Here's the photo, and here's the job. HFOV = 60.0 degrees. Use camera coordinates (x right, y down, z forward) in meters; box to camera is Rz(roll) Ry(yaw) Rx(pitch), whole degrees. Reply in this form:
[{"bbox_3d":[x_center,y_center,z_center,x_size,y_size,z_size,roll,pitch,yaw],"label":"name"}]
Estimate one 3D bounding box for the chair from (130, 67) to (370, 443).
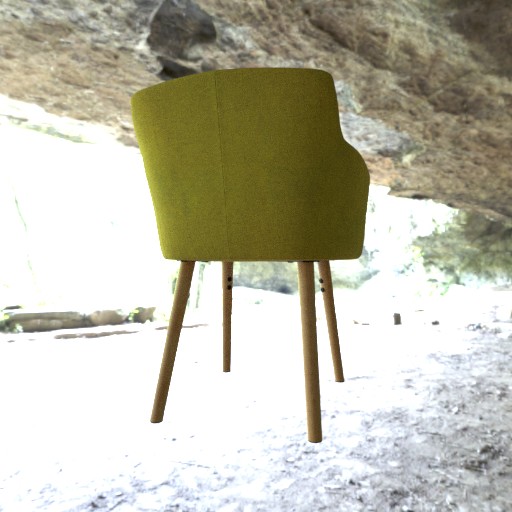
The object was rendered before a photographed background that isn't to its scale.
[{"bbox_3d":[0.000,0.000,1.180,0.570,0.780,0.570,0,0,17],"label":"chair"}]
